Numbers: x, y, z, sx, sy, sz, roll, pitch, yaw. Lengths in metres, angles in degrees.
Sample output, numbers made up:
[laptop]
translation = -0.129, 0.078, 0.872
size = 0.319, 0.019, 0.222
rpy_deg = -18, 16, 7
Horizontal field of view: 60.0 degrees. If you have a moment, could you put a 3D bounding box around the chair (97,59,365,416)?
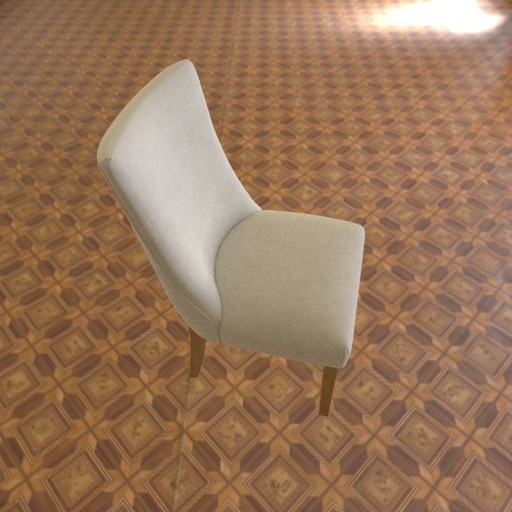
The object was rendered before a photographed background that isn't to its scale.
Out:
[chair]
translation = 0.000, 0.000, 1.283
size = 0.610, 0.902, 0.495
rpy_deg = 10, 48, 9
